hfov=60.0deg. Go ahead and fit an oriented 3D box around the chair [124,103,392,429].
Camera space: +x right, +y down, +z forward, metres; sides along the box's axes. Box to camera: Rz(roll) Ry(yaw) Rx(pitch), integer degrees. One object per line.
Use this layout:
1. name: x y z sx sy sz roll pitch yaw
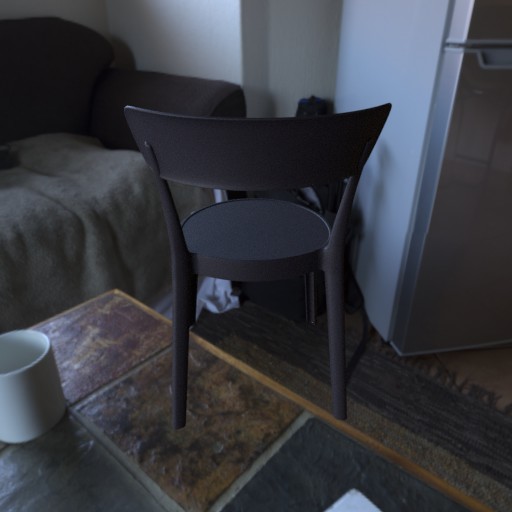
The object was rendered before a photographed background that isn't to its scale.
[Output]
1. chair: 0.000 0.000 1.123 0.506 0.790 0.491 -2 29 -3
